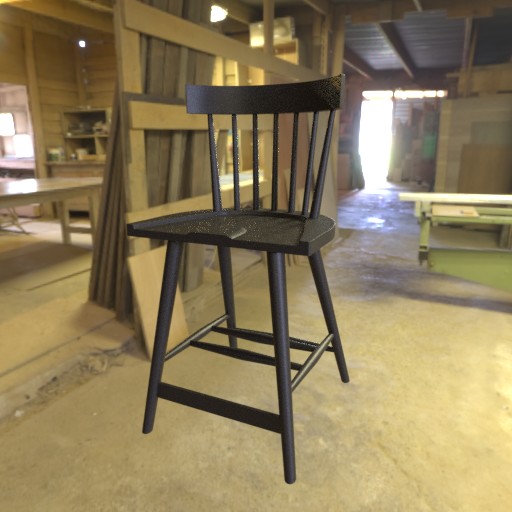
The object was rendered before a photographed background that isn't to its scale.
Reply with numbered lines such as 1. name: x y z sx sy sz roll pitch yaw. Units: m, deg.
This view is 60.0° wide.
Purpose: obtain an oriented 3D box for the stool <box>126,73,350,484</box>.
1. stool: 0.000 0.000 1.274 0.494 0.953 0.549 7 16 25
